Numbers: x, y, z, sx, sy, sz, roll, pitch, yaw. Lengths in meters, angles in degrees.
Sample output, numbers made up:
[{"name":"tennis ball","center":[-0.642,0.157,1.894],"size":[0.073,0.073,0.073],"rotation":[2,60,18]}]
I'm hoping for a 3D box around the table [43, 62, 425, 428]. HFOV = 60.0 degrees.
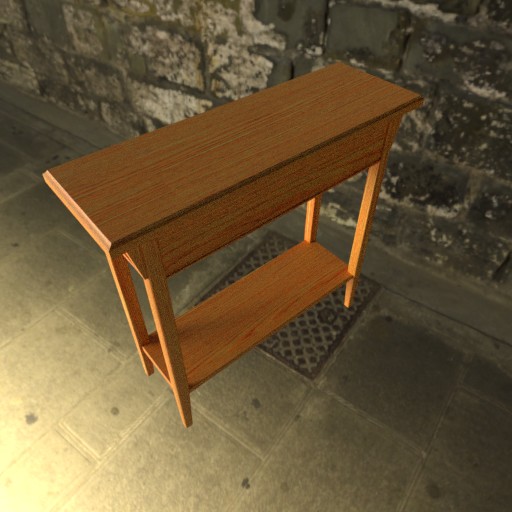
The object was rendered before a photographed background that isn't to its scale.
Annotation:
[{"name":"table","center":[0.000,0.000,1.125],"size":[0.762,0.711,0.254],"rotation":[-30,52,-27]}]
